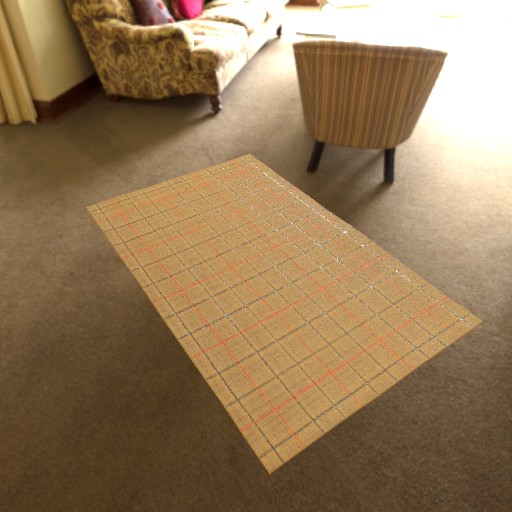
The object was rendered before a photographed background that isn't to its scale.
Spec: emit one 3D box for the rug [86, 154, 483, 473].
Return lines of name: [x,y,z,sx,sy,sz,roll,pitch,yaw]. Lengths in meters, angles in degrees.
rug: [0.000,0.000,3.005,1.524,0.015,2.439,-24,47,-25]
